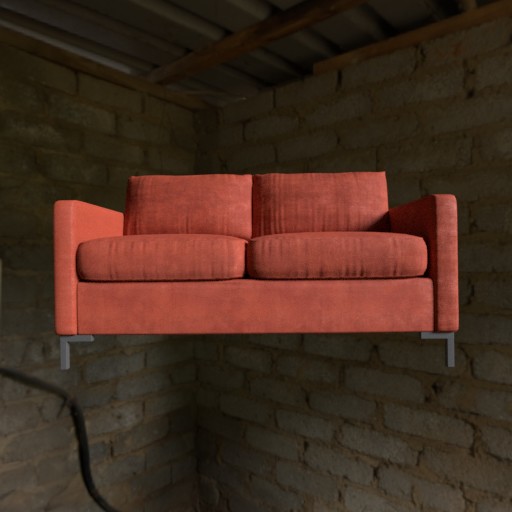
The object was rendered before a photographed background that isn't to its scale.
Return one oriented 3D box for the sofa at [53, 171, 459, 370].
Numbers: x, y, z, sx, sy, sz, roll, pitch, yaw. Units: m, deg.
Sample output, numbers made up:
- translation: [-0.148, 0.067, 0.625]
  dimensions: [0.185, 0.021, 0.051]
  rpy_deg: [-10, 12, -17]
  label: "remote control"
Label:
- translation: [0.000, 0.000, 2.106]
  dimensions: [1.574, 0.896, 0.864]
  rpy_deg: [0, 0, 1]
  label: "sofa"
